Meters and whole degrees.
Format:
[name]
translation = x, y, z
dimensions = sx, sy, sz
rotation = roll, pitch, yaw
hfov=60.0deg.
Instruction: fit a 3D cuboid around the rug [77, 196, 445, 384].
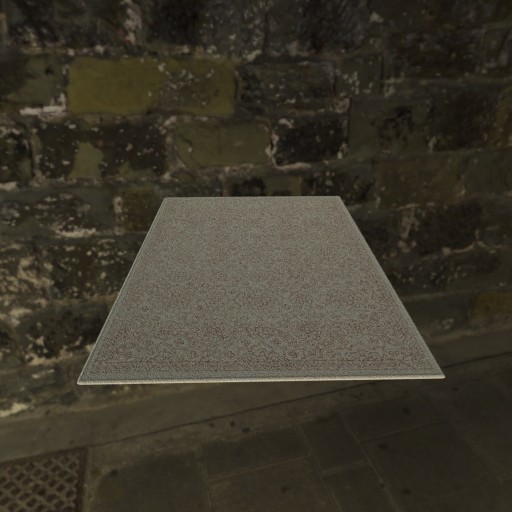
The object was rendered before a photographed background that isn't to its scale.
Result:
[rug]
translation = 0.000, 0.000, 2.275
dimensions = 1.219, 0.010, 1.829
rotation = -1, 27, -1
